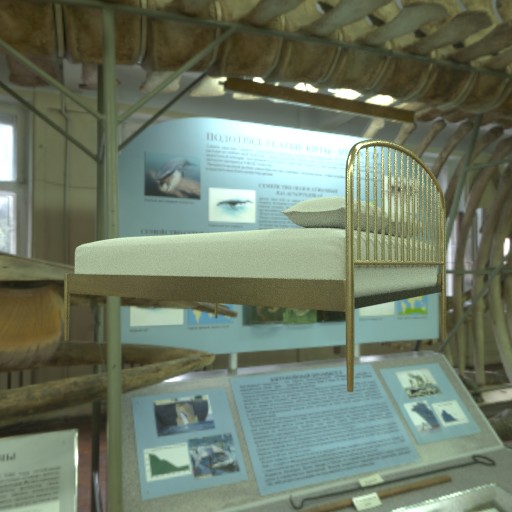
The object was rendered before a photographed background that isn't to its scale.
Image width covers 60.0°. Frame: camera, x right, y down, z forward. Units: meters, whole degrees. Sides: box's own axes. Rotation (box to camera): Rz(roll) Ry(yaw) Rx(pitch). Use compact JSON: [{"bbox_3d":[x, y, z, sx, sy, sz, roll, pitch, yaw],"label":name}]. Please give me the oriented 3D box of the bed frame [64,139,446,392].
[{"bbox_3d":[0.000,0.000,3.112,2.152,1.175,1.612,-1,-1,36],"label":"bed frame"}]
